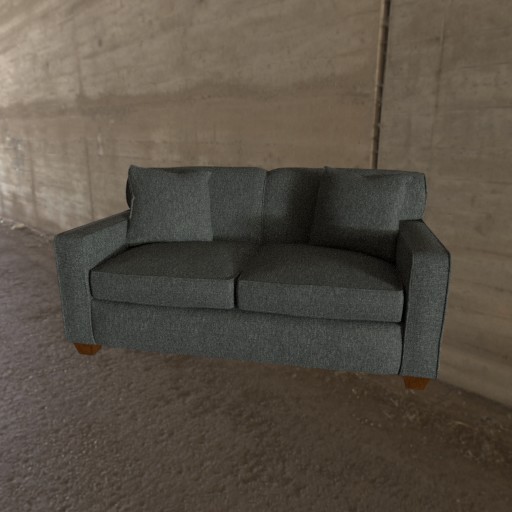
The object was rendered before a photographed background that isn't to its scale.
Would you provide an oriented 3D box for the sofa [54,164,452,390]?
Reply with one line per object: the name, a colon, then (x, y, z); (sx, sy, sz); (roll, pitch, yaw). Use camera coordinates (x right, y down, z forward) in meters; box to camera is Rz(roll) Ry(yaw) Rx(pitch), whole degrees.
sofa: (0.000, 0.000, 2.451); (1.846, 0.958, 0.998); (3, 16, 11)
